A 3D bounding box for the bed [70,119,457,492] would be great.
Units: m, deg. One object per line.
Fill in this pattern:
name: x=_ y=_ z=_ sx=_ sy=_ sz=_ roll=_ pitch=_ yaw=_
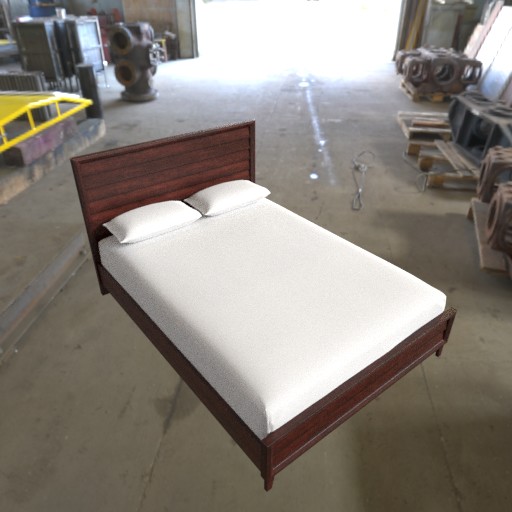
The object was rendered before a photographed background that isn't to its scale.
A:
bed: x=0.000 y=0.000 z=3.934 sx=2.040 sy=1.492 sz=2.803 roll=-23 pitch=39 yaw=-32
